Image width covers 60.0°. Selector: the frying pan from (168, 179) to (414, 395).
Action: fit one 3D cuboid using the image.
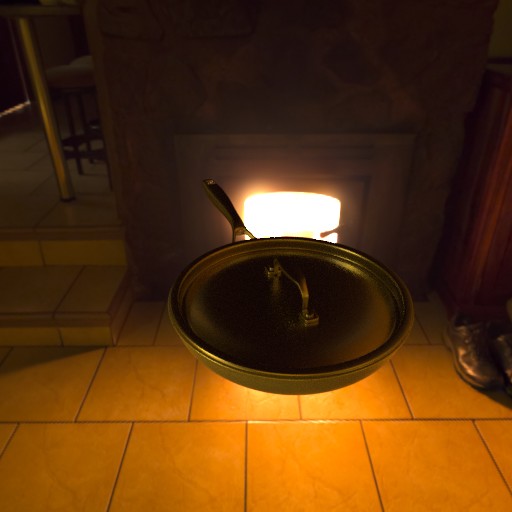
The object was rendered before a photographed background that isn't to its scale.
[{"bbox_3d":[0.000,0.000,0.599,0.272,0.086,0.490,-10,31,-18],"label":"frying pan"}]
